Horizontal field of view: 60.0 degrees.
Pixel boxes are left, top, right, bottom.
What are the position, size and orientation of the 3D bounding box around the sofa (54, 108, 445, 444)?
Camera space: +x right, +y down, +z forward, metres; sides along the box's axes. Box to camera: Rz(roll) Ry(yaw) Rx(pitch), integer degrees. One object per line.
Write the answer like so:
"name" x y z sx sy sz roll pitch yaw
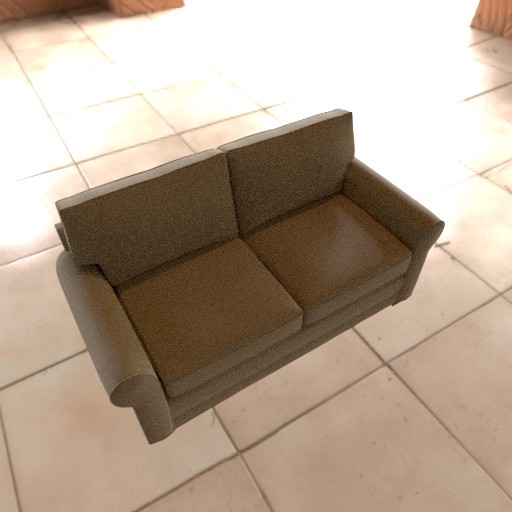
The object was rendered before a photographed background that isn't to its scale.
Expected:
"sofa" 0.000 0.000 2.239 1.774 0.933 0.861 -24 50 -22
